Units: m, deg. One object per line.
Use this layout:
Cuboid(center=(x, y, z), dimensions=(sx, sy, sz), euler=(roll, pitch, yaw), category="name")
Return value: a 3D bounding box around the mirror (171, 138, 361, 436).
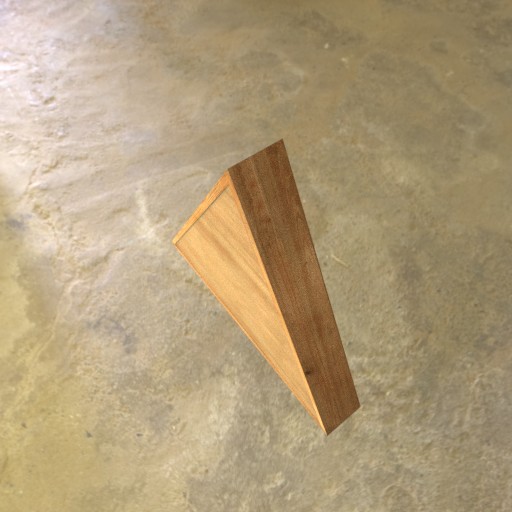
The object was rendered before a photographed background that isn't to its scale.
Cuboid(center=(0.000, 0.000, 0.864), dimensions=(0.100, 0.548, 0.631), euler=(-33, 63, -19), category="mirror")
